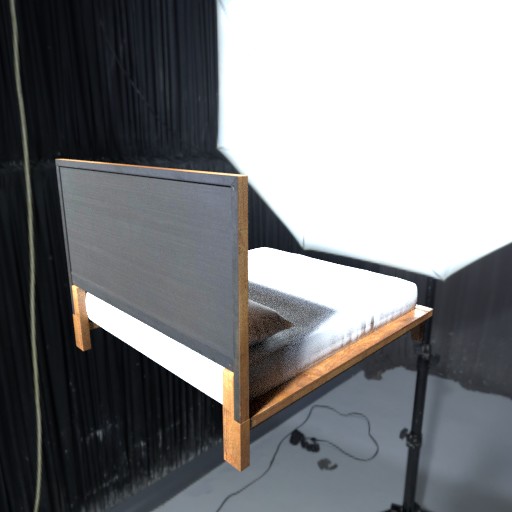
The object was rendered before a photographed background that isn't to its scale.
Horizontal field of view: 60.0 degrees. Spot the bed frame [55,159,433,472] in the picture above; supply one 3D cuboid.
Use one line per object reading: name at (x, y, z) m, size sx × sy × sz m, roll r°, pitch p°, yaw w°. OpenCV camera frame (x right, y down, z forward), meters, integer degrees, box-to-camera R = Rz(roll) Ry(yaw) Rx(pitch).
bed frame at (0.000, 0.000, 3.588) m, size 2.235 × 1.537 × 2.038 m, roll -14°, pitch 21°, yaw -43°
